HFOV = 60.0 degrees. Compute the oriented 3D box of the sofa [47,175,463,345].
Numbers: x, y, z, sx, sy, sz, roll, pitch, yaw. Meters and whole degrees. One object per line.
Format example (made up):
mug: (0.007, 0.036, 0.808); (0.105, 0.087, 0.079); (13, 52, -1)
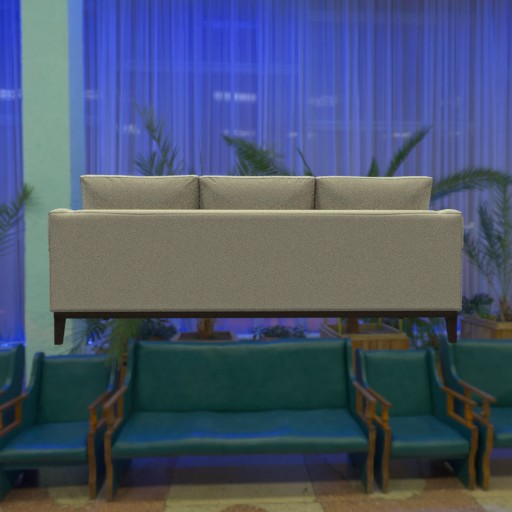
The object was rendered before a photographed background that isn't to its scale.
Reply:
sofa: (0.000, 0.000, 2.751); (2.198, 0.911, 0.902); (0, 1, -1)
